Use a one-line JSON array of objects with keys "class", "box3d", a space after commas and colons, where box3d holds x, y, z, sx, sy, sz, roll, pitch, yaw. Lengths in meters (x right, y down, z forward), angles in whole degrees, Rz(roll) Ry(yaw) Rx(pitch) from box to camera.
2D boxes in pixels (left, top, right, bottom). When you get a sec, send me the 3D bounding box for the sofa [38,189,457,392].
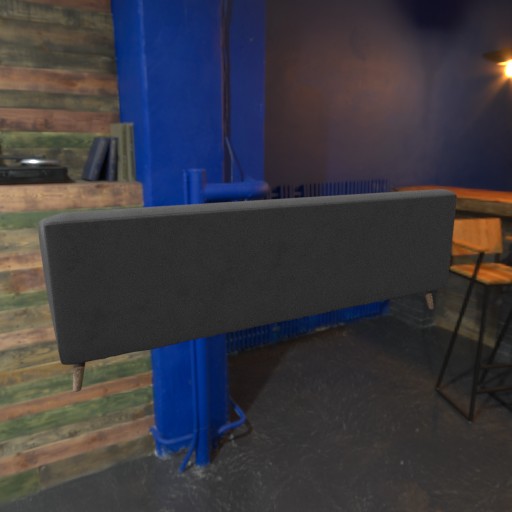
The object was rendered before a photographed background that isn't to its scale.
[{"class": "sofa", "box3d": [0.000, 0.000, 2.543, 2.190, 0.740, 0.900, -7, 16, -27]}]
